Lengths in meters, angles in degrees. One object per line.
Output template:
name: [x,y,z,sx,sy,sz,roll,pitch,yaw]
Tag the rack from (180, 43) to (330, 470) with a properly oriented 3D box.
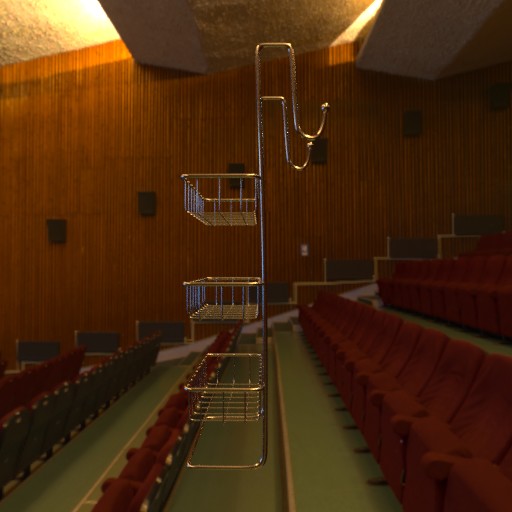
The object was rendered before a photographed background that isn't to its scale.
rack: [0.000,0.000,0.693,0.202,0.574,0.228,0,-1,1]
